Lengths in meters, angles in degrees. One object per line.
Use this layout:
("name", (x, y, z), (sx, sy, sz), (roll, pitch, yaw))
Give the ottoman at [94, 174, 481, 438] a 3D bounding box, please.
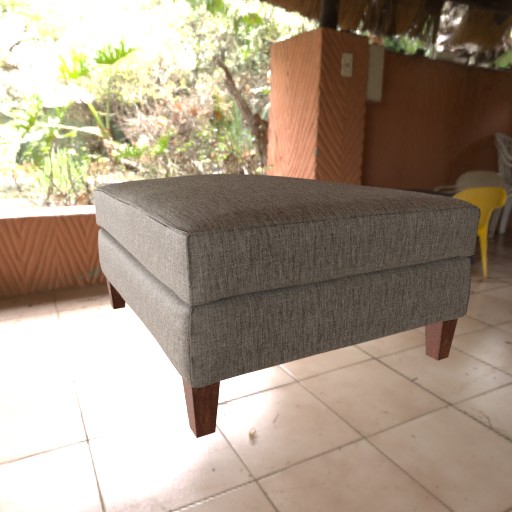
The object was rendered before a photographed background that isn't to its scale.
("ottoman", (0.000, 0.000, 1.423), (0.839, 0.492, 0.994), (-7, 16, -28))
